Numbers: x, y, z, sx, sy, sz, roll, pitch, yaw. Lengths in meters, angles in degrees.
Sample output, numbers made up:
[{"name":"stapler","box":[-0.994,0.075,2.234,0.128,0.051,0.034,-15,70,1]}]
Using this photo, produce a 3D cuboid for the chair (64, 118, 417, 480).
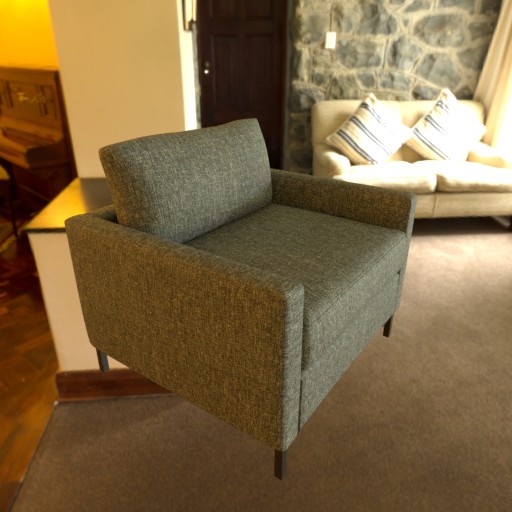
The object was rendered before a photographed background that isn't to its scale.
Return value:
[{"name":"chair","box":[0.000,0.000,1.612,0.866,0.861,0.963,17,30,32]}]
